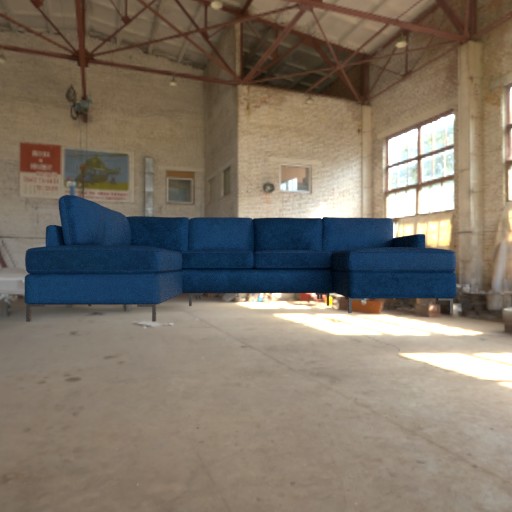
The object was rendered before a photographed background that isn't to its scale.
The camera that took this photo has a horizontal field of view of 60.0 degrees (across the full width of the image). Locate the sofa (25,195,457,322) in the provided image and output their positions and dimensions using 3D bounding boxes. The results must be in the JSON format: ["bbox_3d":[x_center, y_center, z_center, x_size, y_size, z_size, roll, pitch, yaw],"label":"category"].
[{"bbox_3d":[0.000,0.000,4.264,3.434,0.992,2.055,0,-1,-1],"label":"sofa"}]
